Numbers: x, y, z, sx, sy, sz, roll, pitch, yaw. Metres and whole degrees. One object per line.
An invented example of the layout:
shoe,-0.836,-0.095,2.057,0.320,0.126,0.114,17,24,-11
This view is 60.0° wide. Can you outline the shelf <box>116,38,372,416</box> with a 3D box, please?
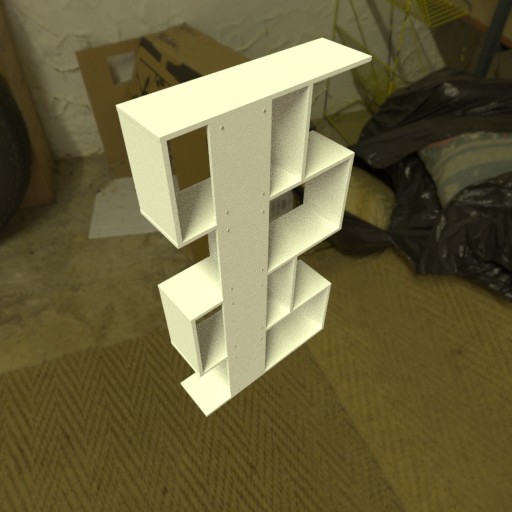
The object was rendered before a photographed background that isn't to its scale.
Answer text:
shelf,0.000,0.000,2.045,0.890,1.650,0.250,-31,52,-27
